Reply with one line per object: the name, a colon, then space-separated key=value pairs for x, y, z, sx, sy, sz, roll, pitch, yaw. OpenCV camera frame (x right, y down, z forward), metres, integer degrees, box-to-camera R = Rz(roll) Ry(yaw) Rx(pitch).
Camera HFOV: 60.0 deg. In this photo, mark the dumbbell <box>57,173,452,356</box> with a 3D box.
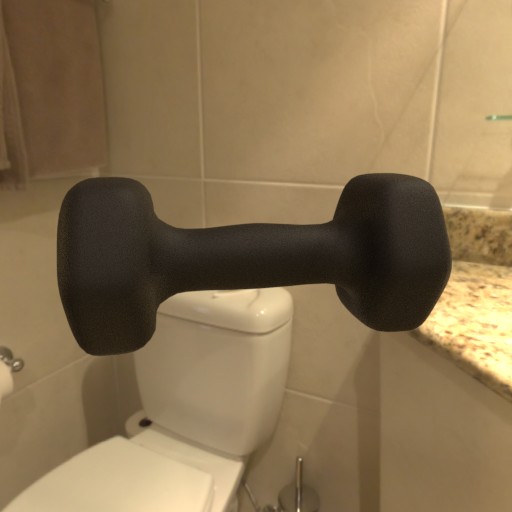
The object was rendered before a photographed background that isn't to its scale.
dumbbell: x=0.000 y=0.000 z=0.285 sx=0.231 sy=0.101 sz=0.112 roll=-3 pitch=15 yaw=-9
